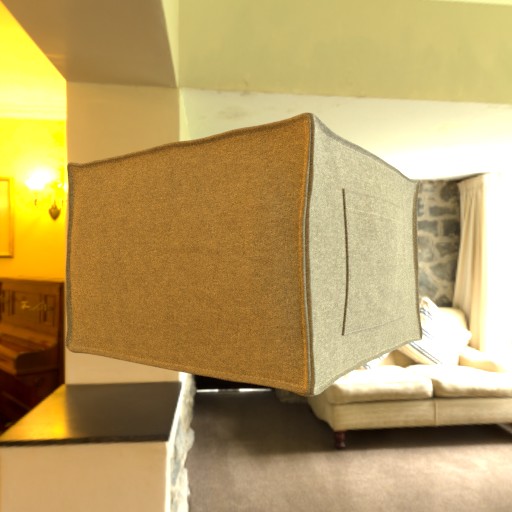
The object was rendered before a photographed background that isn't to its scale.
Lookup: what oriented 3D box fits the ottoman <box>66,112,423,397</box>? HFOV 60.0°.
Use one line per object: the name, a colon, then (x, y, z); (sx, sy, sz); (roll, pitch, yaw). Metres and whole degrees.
ottoman: (0.000, 0.000, 1.156); (0.696, 0.470, 0.707); (-1, -1, 34)
